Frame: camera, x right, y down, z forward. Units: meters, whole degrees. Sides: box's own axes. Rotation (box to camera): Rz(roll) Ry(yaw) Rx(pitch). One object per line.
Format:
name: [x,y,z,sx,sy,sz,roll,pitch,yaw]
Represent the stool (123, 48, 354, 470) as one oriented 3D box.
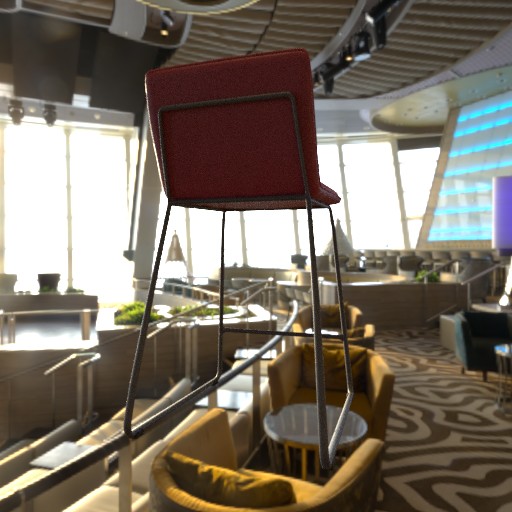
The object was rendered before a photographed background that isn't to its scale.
stool: [0.000,0.000,1.191,0.489,0.866,0.524,0,1,19]
